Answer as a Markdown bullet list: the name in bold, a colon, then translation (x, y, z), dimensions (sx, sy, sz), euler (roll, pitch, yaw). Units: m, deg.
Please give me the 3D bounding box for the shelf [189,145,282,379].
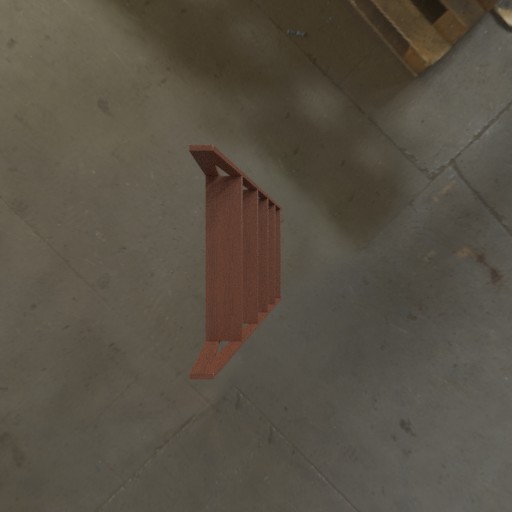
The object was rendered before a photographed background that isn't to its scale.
- **shelf**: translation (0.000, 0.000, 2.008), dimensions (0.350, 1.770, 0.600), euler (0, 91, 0)
